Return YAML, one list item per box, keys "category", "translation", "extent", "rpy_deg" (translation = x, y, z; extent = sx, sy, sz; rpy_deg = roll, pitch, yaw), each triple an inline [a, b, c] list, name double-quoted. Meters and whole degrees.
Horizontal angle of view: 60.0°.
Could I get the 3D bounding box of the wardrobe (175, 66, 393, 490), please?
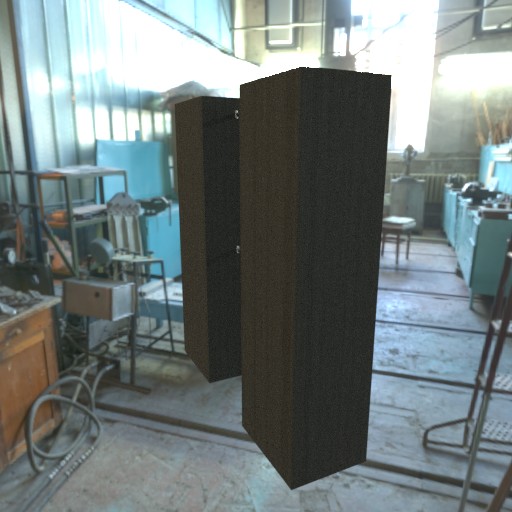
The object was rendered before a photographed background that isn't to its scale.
- category: "wardrobe"
  translation: [0.000, 0.000, 2.878]
  extent: [0.480, 2.000, 1.770]
  rpy_deg: [-7, 15, -26]
